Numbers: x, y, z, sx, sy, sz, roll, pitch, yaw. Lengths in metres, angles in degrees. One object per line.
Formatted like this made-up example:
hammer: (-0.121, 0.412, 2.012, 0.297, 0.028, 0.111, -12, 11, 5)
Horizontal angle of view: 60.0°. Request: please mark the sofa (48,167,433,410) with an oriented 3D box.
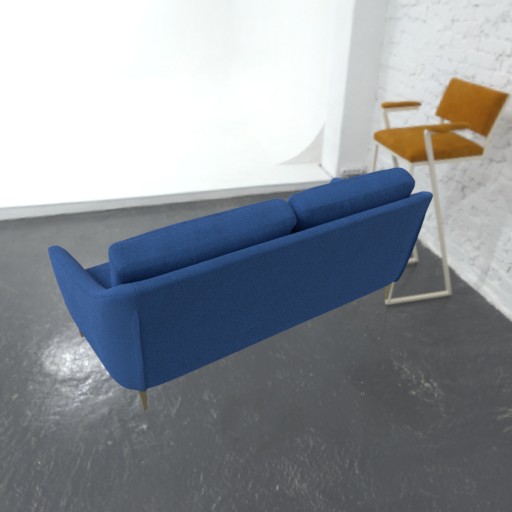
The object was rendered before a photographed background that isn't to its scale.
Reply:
sofa: (0.000, 0.000, 2.557, 2.036, 0.903, 0.960, -18, 35, -28)
